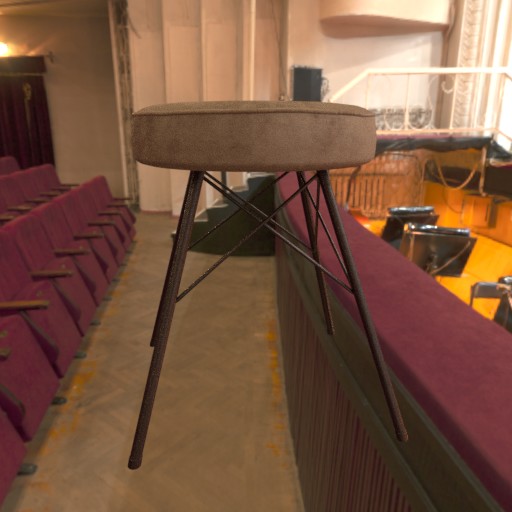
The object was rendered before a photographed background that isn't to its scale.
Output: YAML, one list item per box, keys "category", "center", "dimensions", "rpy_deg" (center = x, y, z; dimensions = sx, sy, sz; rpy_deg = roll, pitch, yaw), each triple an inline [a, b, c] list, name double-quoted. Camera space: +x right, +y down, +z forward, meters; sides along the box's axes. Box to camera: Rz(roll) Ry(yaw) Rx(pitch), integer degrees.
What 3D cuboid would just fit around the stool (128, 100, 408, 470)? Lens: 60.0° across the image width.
- category: "stool"
  center: [0.000, 0.000, 0.829]
  dimensions: [0.457, 0.538, 0.423]
  rpy_deg: [-2, 16, -8]
